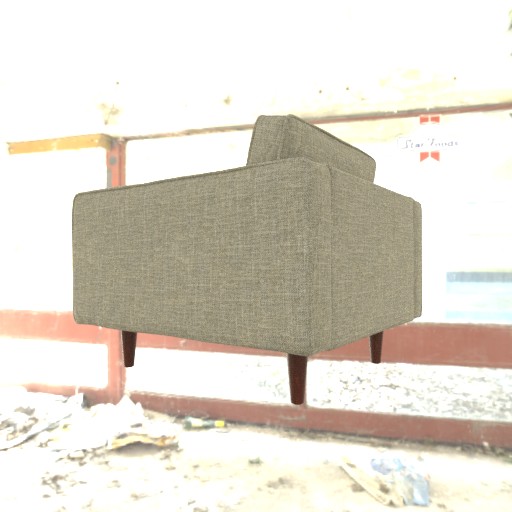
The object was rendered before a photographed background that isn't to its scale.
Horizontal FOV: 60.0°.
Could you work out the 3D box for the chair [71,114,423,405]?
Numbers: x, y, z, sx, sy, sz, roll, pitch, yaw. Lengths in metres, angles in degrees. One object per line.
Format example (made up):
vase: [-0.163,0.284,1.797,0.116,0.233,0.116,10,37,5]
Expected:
chair: [0.000,0.000,1.556,0.914,0.765,0.889,0,-1,36]
